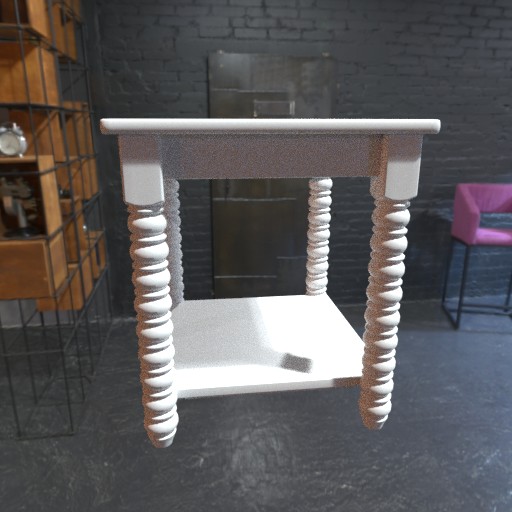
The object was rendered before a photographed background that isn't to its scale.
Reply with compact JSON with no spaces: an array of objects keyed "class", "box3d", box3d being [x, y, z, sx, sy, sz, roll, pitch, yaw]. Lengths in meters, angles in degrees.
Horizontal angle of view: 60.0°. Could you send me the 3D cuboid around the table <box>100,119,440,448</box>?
[{"class":"table","box3d":[0.000,0.000,0.967,0.500,0.563,0.533,-2,16,-7]}]
